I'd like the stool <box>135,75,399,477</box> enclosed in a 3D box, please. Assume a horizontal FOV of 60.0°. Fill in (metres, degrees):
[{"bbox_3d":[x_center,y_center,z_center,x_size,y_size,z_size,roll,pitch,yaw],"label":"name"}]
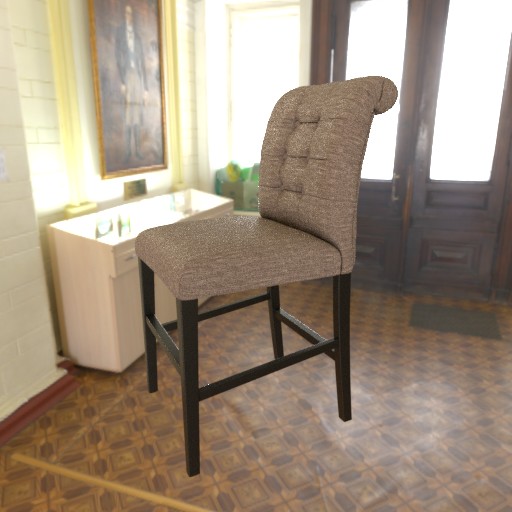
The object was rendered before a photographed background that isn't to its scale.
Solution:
[{"bbox_3d":[0.000,0.000,1.290,0.611,0.970,0.457,-8,17,-26],"label":"stool"}]
